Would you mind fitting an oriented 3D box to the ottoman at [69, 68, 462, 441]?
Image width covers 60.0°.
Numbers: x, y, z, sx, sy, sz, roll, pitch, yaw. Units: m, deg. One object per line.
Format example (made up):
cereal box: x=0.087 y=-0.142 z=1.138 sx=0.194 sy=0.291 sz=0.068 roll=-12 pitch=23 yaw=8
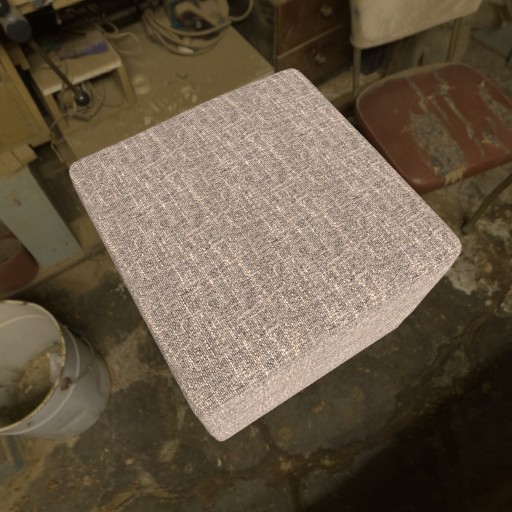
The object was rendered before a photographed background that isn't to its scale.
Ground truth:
ottoman: x=0.000 y=0.000 z=0.932 sx=0.512 sy=0.453 sz=0.521 roll=-29 pitch=66 yaw=-14
